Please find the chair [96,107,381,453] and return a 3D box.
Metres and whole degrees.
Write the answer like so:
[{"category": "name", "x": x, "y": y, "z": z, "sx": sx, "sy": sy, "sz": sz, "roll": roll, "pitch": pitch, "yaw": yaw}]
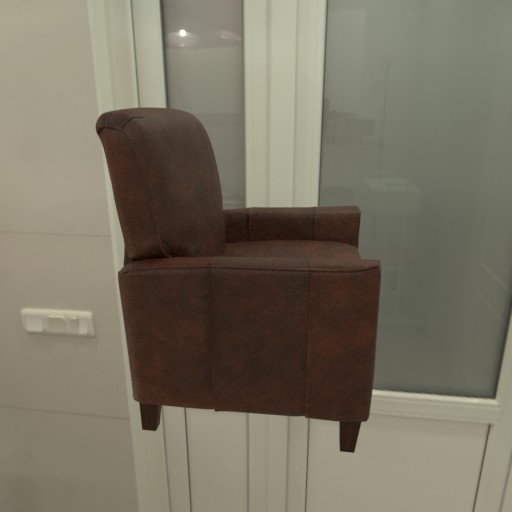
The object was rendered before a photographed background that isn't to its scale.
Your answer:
[{"category": "chair", "x": 0.000, "y": 0.000, "z": 1.642, "sx": 0.836, "sy": 1.043, "sz": 0.843, "roll": 3, "pitch": 18, "yaw": 8}]
